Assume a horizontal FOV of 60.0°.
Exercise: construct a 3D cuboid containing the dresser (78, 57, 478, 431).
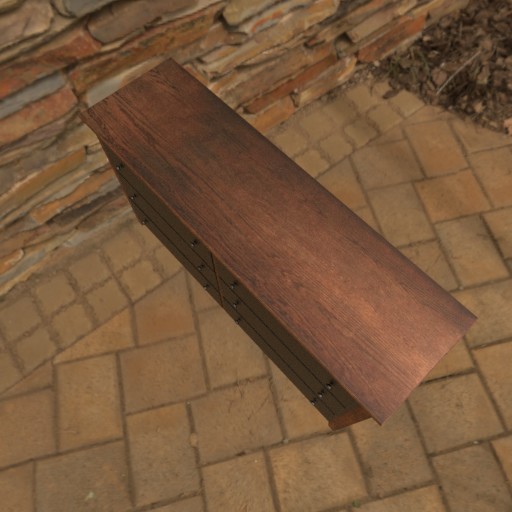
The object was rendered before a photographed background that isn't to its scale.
[{"bbox_3d":[0.000,0.000,1.940,0.463,0.856,1.551,-40,71,-17],"label":"dresser"}]
